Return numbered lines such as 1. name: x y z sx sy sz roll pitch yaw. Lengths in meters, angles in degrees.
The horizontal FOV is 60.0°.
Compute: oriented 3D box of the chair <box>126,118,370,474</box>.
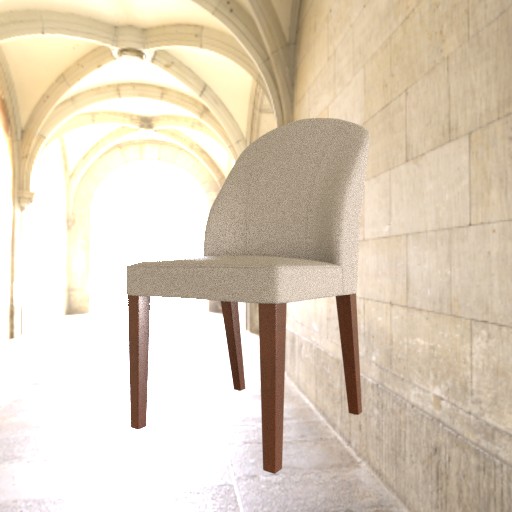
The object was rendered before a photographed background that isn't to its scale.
1. chair: 0.000 0.000 1.220 0.472 0.893 0.540 -1 -1 35
